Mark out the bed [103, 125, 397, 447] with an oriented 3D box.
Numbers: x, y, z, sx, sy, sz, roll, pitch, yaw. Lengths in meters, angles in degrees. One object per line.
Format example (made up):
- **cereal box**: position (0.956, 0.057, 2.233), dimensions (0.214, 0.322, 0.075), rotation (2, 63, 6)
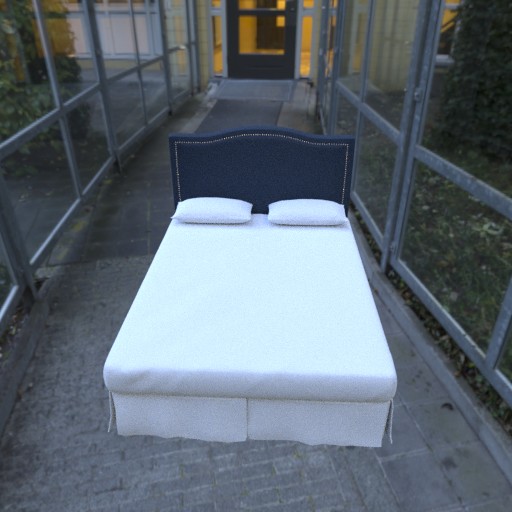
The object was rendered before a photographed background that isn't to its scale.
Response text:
- **bed**: position (0.000, 0.000, 3.414), dimensions (1.821, 1.436, 2.282), rotation (1, 30, 2)
